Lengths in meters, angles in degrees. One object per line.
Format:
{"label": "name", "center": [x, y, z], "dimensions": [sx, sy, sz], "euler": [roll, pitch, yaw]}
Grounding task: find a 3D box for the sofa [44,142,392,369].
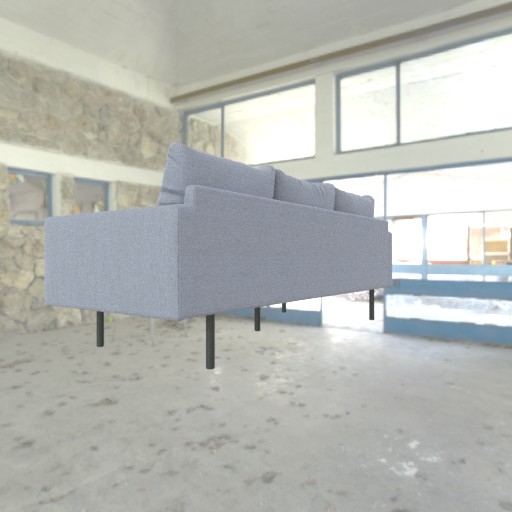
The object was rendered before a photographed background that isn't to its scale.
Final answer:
{"label": "sofa", "center": [0.000, 0.000, 2.463], "dimensions": [0.850, 0.830, 2.000], "euler": [0, 0, 36]}
